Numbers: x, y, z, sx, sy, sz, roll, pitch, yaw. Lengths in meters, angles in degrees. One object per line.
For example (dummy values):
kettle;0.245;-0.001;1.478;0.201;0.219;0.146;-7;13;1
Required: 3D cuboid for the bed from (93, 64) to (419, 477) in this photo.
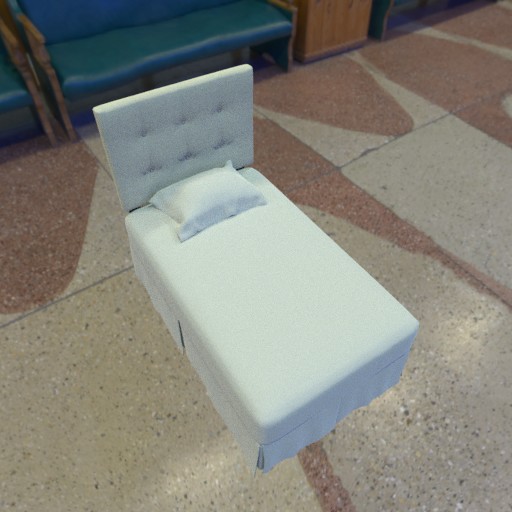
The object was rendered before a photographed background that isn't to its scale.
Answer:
bed;0.000;0.000;2.936;1.261;1.571;1.997;-25;52;-22
